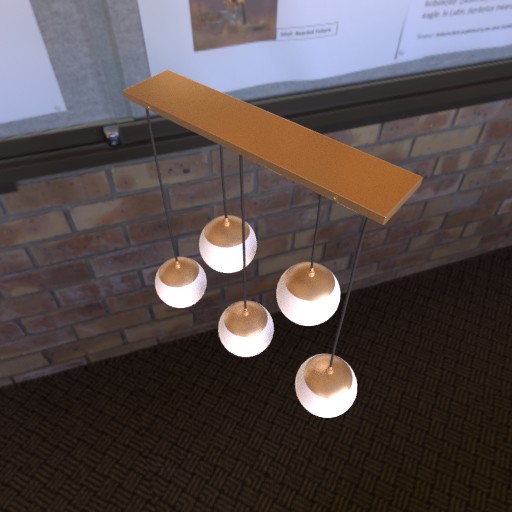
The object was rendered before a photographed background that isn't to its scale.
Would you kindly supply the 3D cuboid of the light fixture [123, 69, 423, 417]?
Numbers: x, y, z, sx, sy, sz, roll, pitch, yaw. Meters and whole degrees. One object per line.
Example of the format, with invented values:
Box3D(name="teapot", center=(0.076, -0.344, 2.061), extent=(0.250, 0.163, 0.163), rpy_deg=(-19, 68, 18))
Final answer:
Box3D(name="light fixture", center=(0.000, 0.000, 1.346), extent=(0.863, 0.869, 0.299), rpy_deg=(31, 55, 26))
